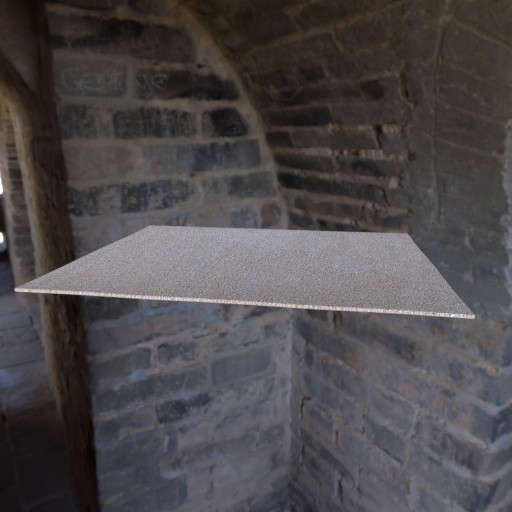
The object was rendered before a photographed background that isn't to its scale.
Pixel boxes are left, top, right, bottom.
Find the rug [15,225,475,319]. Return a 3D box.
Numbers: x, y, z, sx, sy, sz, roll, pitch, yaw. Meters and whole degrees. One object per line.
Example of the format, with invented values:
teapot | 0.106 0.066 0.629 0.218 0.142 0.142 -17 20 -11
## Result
rug | 0.000 0.000 3.983 3.000 0.026 2.400 2 15 9
